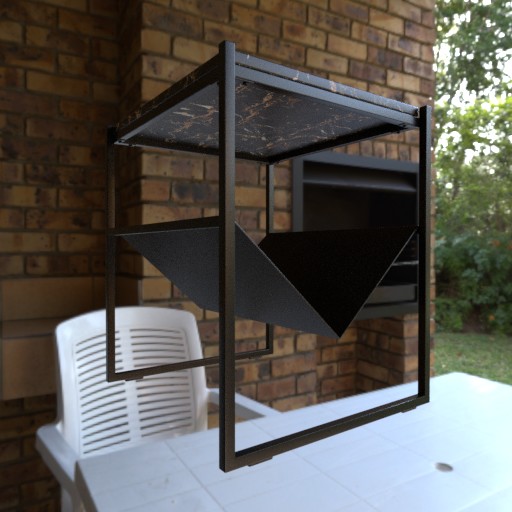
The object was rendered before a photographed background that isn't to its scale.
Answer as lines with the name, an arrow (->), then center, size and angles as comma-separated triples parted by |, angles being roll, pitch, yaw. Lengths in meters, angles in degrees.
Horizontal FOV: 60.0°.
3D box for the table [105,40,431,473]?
table -> 0.000, 0.000, 0.855 | 0.432, 0.534, 0.469 | -1, 1, -36
